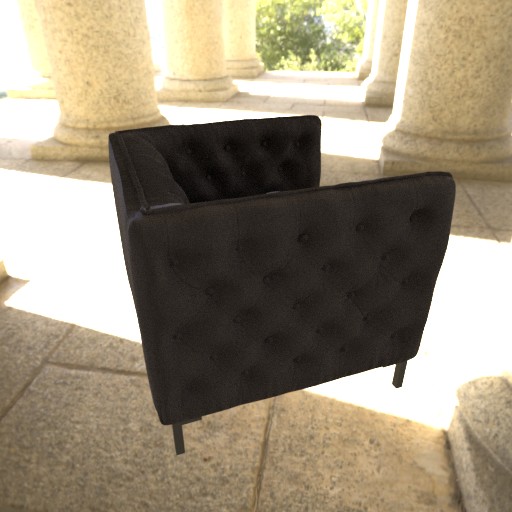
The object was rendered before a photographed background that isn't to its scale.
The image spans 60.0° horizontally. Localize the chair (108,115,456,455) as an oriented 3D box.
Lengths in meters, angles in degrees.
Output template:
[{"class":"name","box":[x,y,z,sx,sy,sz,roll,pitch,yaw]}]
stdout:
[{"class":"chair","box":[0.000,0.000,1.623,0.913,0.807,0.946,-10,31,-17]}]
